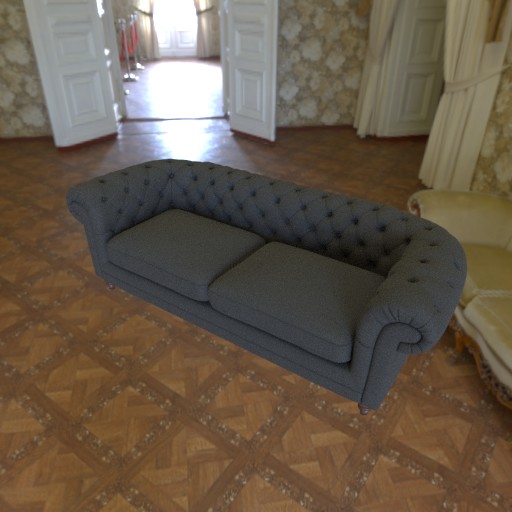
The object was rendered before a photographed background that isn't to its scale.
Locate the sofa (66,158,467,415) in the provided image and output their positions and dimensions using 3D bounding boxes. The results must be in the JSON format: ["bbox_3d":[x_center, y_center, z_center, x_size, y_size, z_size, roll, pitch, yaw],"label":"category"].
[{"bbox_3d":[0.000,0.000,2.744,2.362,0.762,0.991,20,36,29],"label":"sofa"}]
